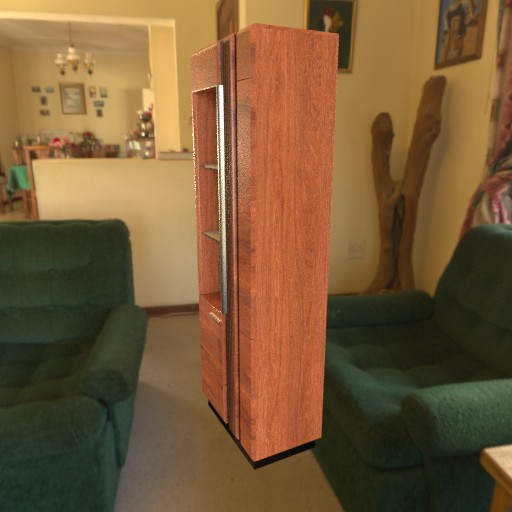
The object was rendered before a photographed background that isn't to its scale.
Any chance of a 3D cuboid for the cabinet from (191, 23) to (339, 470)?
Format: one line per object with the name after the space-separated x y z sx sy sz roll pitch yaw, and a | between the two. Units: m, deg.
0.000 0.000 2.252 0.420 1.980 0.660 -8 17 -26 | cabinet
